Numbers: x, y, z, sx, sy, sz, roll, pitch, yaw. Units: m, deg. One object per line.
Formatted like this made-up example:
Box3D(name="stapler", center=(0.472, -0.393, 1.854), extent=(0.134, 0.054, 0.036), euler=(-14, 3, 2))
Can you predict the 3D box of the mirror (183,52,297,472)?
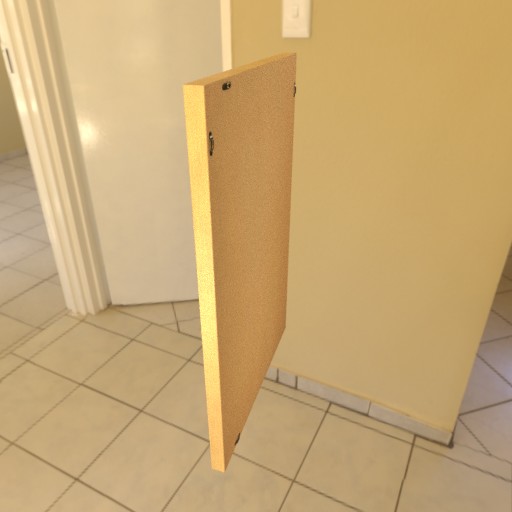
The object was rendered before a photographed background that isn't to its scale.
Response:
Box3D(name="mirror", center=(0.000, 0.000, 1.147), extent=(0.040, 0.915, 0.609), euler=(9, 30, 16))
